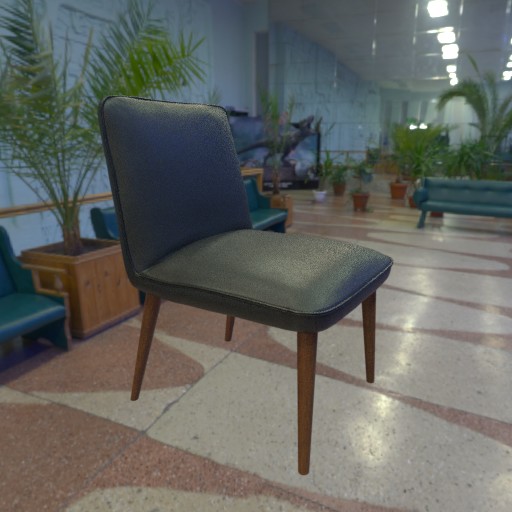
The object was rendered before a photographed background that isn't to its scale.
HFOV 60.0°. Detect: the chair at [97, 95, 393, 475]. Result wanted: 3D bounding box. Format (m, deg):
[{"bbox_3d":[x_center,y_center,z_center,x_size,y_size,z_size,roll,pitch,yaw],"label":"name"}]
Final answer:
[{"bbox_3d":[0.000,0.000,1.174,0.645,0.801,0.543,8,17,27],"label":"chair"}]
